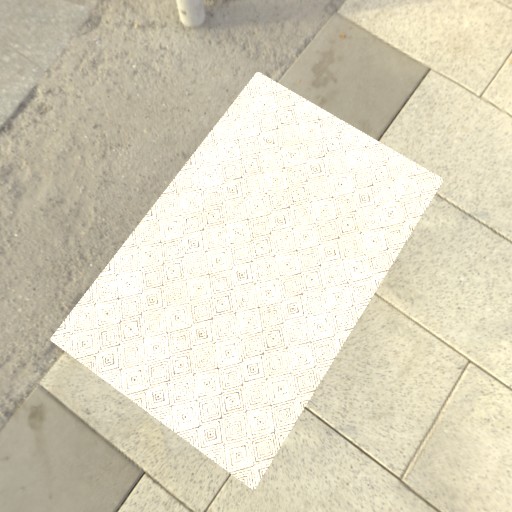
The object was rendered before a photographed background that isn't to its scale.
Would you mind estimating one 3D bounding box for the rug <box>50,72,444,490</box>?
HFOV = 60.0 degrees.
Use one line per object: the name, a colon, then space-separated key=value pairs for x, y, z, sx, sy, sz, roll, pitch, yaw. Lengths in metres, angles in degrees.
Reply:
rug: x=0.000 y=0.000 z=2.221 sx=1.175 sy=0.008 sz=1.783 roll=33 pitch=78 yaw=8
